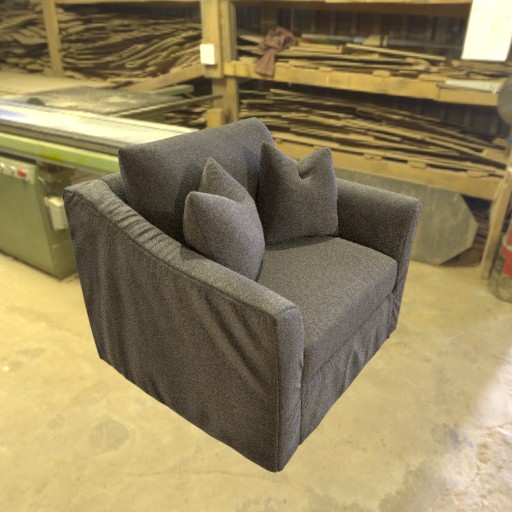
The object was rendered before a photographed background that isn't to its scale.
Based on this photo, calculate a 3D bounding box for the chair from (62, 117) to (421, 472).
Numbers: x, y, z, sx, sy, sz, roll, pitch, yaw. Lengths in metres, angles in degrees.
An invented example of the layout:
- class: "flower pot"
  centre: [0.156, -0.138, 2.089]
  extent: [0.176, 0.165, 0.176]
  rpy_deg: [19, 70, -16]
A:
- class: "chair"
  centre: [0.000, 0.000, 2.028]
  extent: [1.071, 1.059, 1.194]
  rpy_deg: [20, 33, 33]
